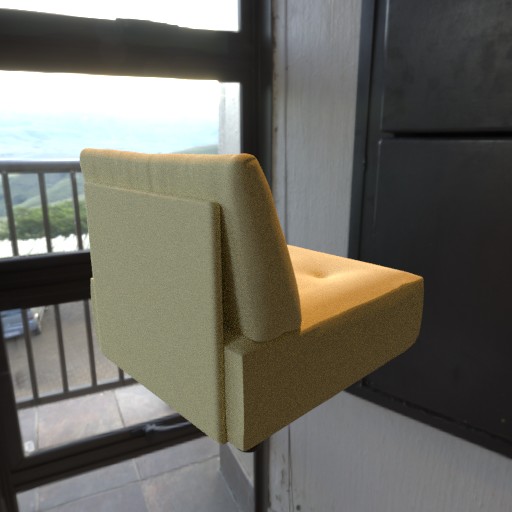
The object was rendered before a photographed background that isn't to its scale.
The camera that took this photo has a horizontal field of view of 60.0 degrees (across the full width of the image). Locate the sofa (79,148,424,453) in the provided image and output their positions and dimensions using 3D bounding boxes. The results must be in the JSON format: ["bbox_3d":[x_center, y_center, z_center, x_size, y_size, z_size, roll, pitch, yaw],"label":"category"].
[{"bbox_3d":[0.000,0.000,1.733,1.000,0.820,0.930,-14,20,-42],"label":"sofa"}]
